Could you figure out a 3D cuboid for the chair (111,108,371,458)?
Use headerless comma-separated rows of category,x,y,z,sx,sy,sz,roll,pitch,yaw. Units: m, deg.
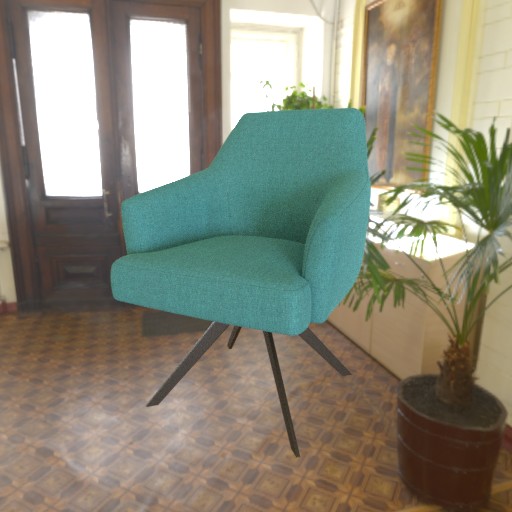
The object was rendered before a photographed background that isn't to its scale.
chair,0.000,0.000,1.321,0.642,0.874,0.677,7,15,27
